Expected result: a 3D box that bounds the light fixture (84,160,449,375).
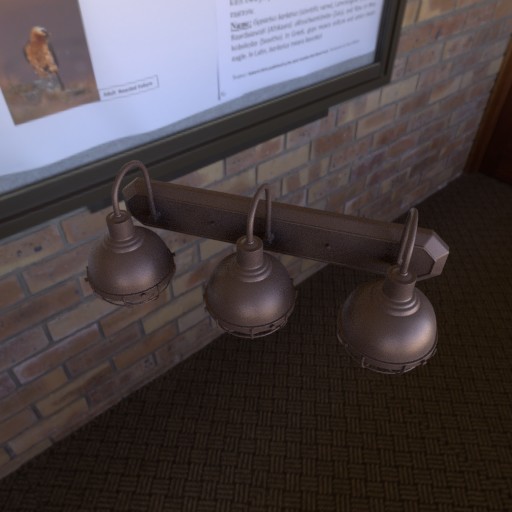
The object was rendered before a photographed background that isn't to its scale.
[{"bbox_3d":[0.000,0.000,0.768,0.634,0.254,0.229,12,43,13],"label":"light fixture"}]
